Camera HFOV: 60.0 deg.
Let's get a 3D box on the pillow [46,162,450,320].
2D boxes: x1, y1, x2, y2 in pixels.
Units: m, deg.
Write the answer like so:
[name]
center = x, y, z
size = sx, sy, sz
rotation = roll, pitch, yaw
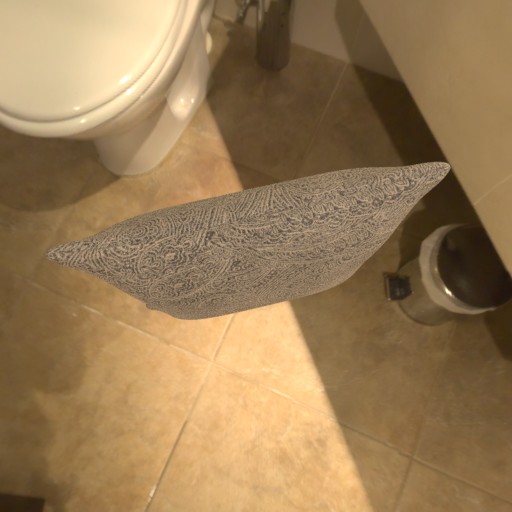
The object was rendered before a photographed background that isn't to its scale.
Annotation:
[pillow]
center = 0.000, 0.000, 0.794
size = 0.523, 0.510, 0.166
rotation = -13, 76, -3
